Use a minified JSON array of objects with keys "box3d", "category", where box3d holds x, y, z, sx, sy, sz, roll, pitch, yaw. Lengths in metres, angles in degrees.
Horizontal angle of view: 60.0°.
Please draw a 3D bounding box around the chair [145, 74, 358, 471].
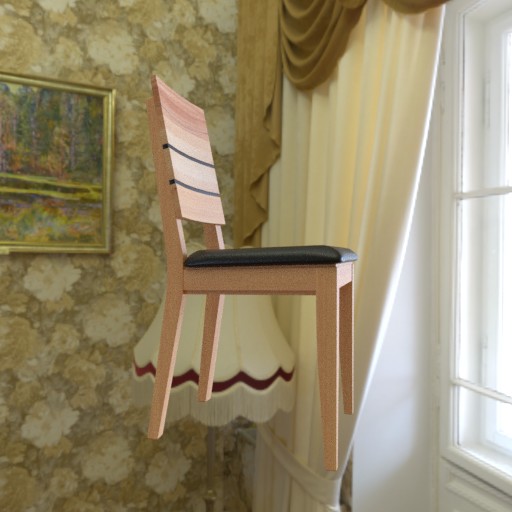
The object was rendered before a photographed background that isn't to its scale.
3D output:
[{"box3d":[0.000,0.000,1.220,0.520,0.940,0.410,0,0,18],"category":"chair"}]
